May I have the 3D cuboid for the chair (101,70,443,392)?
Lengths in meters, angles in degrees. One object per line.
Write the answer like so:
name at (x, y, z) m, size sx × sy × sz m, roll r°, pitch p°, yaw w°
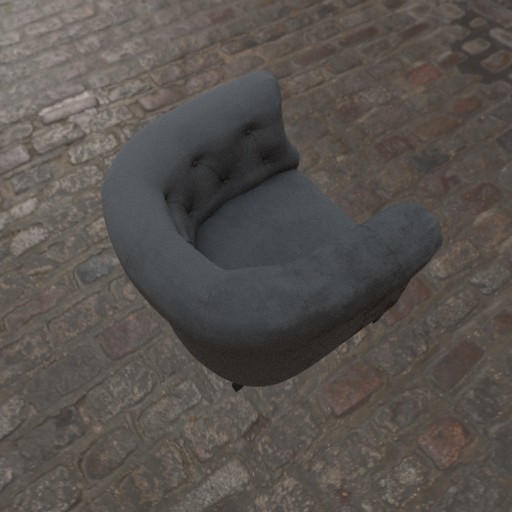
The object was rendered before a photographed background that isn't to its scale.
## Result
chair at (0.000, 0.000, 1.579) m, size 0.851 × 0.826 × 0.904 m, roll -31°, pitch 63°, yaw -18°
